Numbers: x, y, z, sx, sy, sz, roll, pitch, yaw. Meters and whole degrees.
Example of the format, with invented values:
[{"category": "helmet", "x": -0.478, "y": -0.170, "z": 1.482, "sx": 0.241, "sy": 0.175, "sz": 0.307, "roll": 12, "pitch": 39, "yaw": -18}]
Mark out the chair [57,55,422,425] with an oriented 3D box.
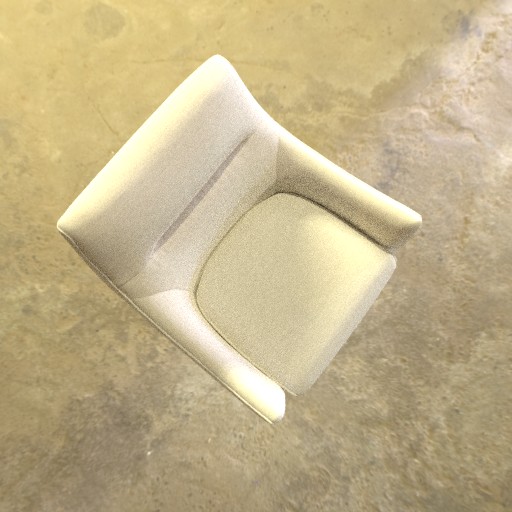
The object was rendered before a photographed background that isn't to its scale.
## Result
[{"category": "chair", "x": 0.000, "y": 0.000, "z": 1.450, "sx": 0.787, "sy": 0.838, "sz": 0.762, "roll": 37, "pitch": 80, "yaw": 8}]
